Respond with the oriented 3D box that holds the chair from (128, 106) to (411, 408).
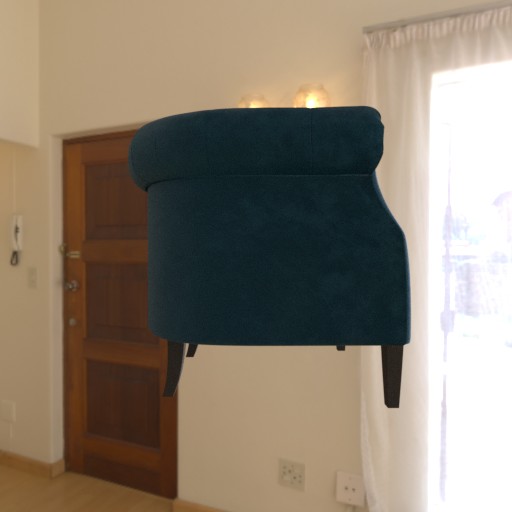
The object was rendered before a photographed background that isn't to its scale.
[{"bbox_3d":[0.000,0.000,1.567,0.851,0.826,0.904,0,1,-1],"label":"chair"}]
